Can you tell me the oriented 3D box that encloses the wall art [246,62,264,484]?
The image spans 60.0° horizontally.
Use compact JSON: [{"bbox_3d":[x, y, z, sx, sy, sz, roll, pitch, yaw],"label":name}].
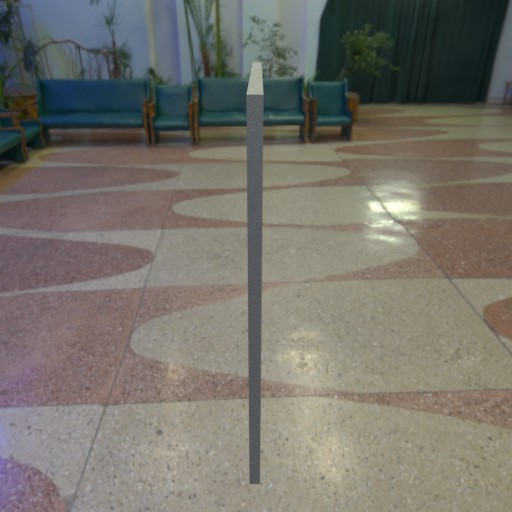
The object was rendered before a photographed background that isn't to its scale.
[{"bbox_3d":[0.000,0.000,1.363,0.034,1.042,0.789,0,27,0],"label":"wall art"}]
